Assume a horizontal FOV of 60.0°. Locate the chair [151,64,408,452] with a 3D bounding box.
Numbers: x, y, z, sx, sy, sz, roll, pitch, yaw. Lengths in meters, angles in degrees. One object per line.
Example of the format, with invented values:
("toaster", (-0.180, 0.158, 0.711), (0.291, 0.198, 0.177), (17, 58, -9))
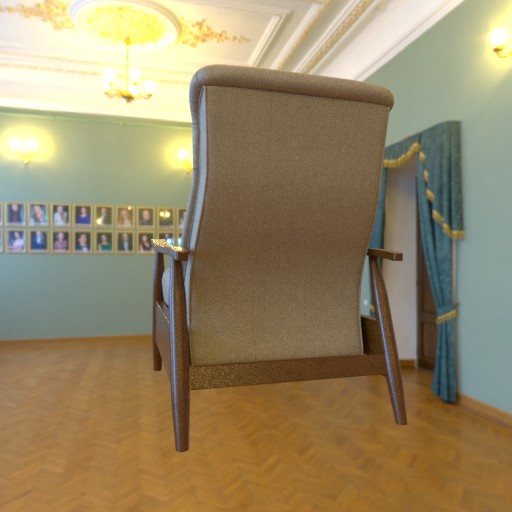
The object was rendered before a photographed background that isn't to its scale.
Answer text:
("chair", (0.000, 0.000, 1.775), (0.762, 1.082, 1.030), (0, -1, -17))
